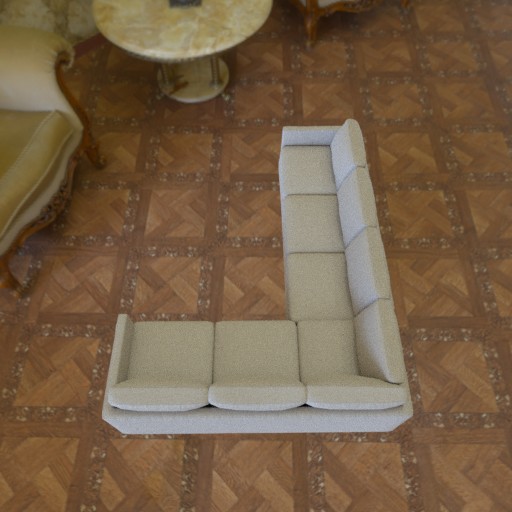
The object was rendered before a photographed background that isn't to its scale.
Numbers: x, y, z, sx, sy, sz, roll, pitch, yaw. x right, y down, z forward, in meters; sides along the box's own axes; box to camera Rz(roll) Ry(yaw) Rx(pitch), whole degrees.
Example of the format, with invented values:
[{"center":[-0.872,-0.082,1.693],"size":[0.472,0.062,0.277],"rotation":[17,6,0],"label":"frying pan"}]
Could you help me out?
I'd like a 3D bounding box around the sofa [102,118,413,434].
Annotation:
[{"center":[0.000,0.000,4.556],"size":[2.522,0.934,3.333],"rotation":[0,58,0],"label":"sofa"}]
